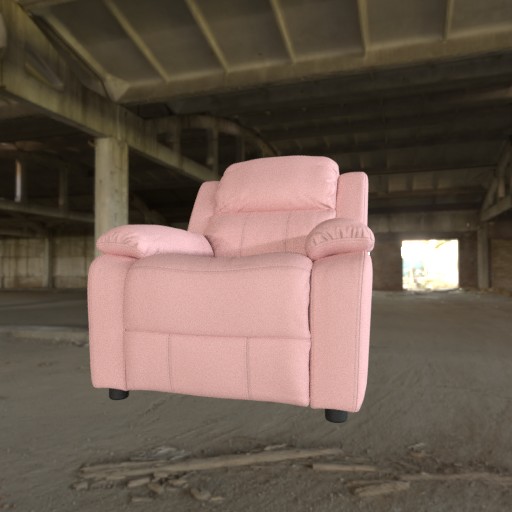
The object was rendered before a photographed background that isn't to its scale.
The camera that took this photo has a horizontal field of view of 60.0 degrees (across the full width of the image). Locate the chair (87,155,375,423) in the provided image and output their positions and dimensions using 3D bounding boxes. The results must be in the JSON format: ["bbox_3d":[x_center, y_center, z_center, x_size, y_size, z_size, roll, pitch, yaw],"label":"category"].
[{"bbox_3d":[0.000,0.000,1.273,0.680,0.702,0.709,-1,-2,17],"label":"chair"}]
